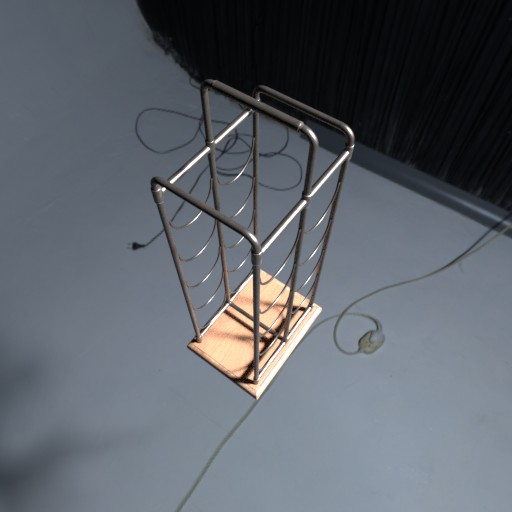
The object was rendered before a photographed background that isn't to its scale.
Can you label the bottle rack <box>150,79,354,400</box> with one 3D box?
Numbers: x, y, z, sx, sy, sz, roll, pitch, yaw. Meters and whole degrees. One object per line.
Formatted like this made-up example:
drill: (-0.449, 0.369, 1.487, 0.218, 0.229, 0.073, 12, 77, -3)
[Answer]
bottle rack: (0.000, 0.000, 0.807, 0.208, 0.680, 0.276, 32, 63, 18)
